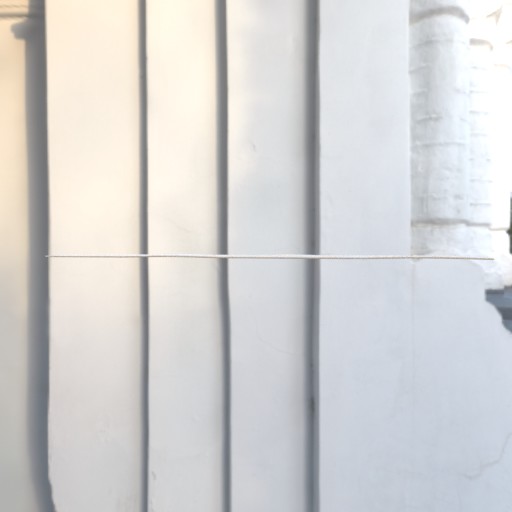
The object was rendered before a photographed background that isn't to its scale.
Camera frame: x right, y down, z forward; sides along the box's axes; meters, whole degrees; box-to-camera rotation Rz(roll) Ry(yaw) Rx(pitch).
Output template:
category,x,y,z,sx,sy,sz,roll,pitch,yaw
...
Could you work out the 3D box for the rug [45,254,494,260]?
category,x,y,z,sx,sy,sz,roll,pitch,yaw
rug,0.000,0.000,2.678,2.439,0.013,0.762,0,1,17
